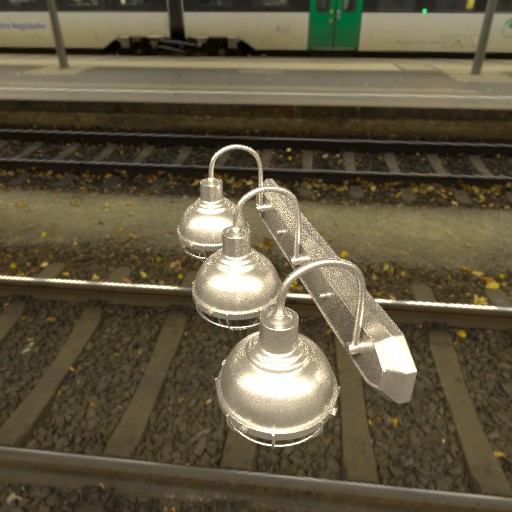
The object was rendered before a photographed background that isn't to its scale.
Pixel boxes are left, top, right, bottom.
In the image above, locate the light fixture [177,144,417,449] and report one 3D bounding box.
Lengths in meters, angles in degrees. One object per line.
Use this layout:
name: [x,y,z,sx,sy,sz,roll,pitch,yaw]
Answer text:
light fixture: [0.000,0.000,0.766,0.229,0.254,0.634,-8,31,-13]
